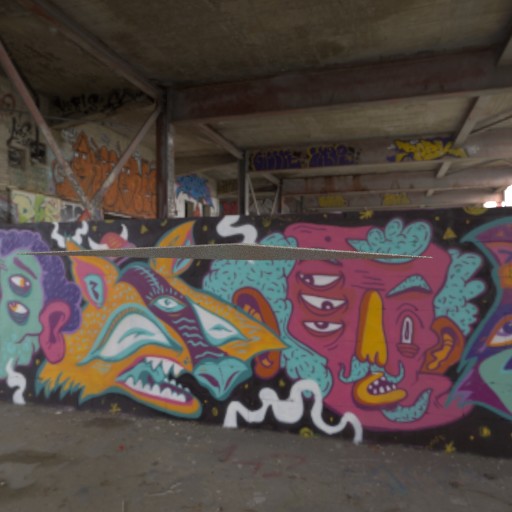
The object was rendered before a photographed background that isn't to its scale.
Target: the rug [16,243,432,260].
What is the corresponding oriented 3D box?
[{"bbox_3d":[0.000,0.000,3.631,2.005,0.013,2.890,-1,-2,37],"label":"rug"}]
